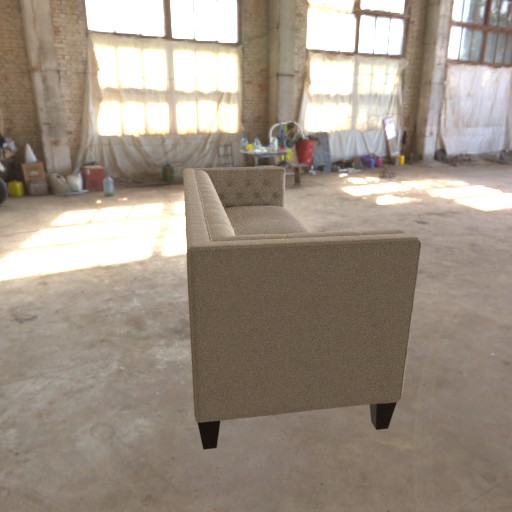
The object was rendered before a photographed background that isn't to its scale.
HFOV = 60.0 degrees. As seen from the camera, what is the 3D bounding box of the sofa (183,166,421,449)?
[{"bbox_3d":[0.000,0.000,2.520,0.775,0.762,2.159,-3,18,-9],"label":"sofa"}]
